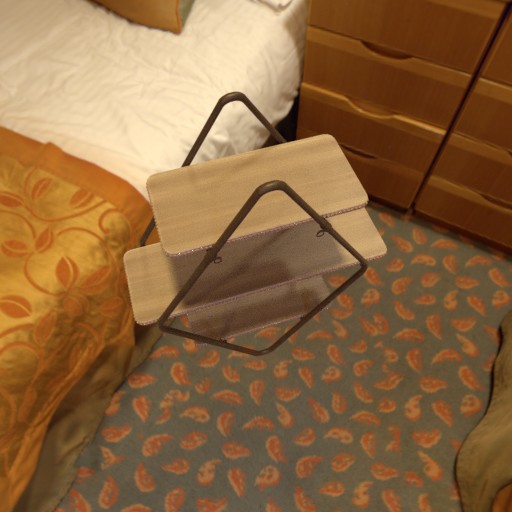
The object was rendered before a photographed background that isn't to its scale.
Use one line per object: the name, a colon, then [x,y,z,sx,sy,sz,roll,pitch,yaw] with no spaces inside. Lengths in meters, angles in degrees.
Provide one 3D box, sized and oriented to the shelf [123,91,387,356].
shelf: [0.000,0.000,1.062,0.609,0.774,0.234,-15,60,-9]
